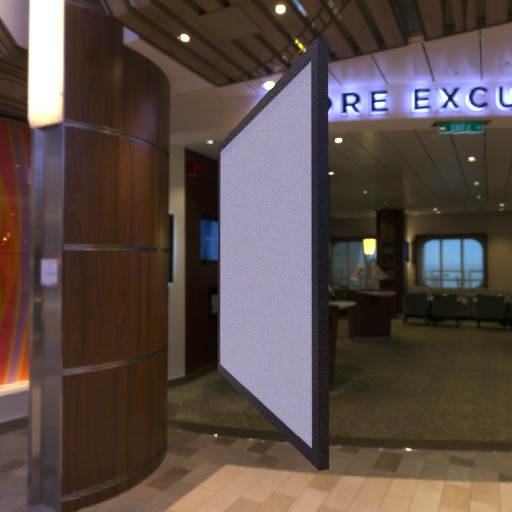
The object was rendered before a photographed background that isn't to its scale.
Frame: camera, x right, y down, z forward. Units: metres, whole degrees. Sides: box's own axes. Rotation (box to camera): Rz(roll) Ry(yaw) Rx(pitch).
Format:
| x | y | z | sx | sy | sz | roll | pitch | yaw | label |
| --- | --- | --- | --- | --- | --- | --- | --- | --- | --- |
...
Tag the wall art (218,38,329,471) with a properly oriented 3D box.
| x | y | z | sx | sy | sz | roll | pitch | yaw | label |
| --- | --- | --- | --- | --- | --- | --- | --- | --- | --- |
| 0.000 | 0.000 | 1.212 | 0.022 | 0.807 | 0.807 | 0 | -1 | -18 | wall art |
